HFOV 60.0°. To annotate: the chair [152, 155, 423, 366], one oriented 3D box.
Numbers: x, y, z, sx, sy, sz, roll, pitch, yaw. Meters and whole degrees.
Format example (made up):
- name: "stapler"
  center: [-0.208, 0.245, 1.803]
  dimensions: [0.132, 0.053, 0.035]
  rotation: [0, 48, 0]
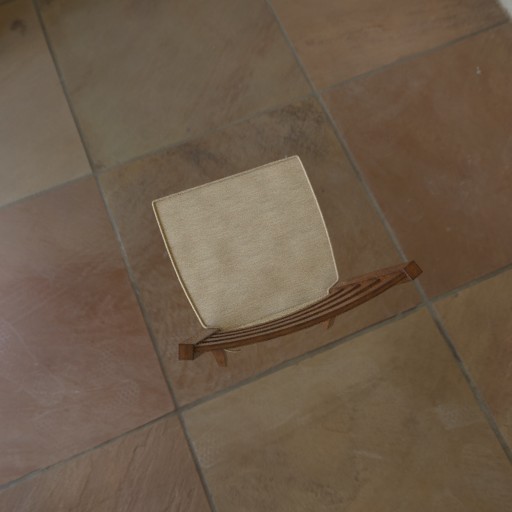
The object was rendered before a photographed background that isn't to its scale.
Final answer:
- name: "chair"
  center: [0.000, 0.000, 1.383]
  dimensions: [0.593, 0.979, 0.595]
  rotation: [-19, 75, -5]
